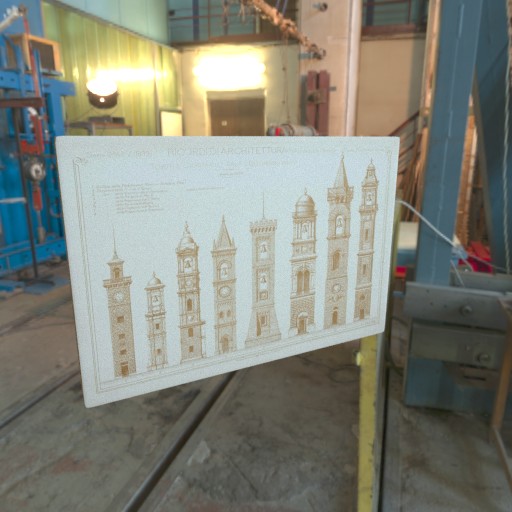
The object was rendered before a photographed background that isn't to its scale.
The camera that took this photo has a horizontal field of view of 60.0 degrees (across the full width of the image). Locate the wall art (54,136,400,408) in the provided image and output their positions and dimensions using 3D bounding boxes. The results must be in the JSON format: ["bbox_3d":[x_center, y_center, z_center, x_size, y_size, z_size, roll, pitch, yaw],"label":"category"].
[{"bbox_3d":[0.000,0.000,0.487,0.380,0.254,0.019,-8,17,-27],"label":"wall art"}]
